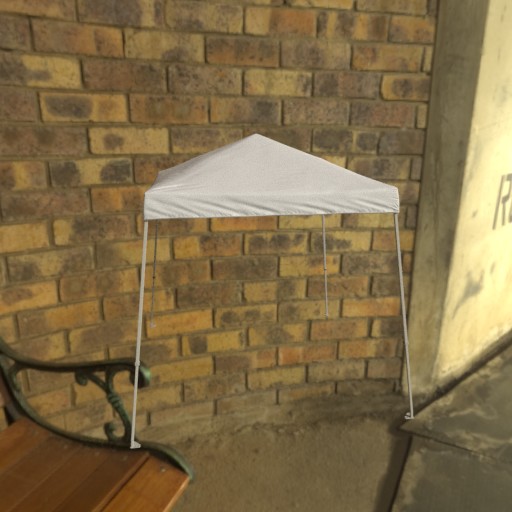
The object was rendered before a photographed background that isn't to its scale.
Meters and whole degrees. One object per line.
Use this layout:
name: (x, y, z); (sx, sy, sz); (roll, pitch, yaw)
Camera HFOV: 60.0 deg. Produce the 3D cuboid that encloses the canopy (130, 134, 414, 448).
canopy: (0.000, 0.000, 6.765); (3.600, 3.600, 3.599); (-2, 15, -9)
